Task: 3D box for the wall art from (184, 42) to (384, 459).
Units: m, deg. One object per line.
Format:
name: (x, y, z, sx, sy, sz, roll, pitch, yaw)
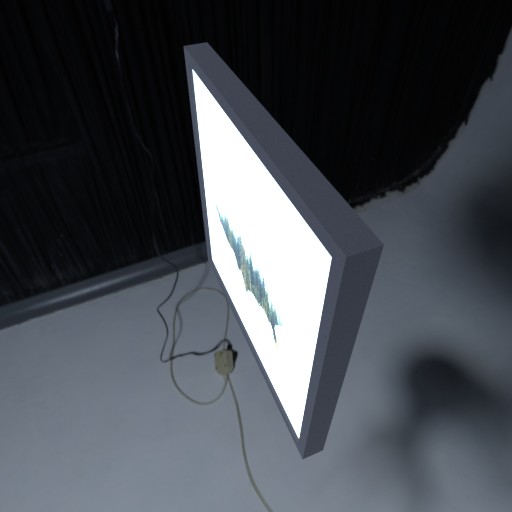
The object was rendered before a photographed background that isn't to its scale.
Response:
wall art: (0.000, 0.000, 0.746, 0.040, 0.509, 0.509, -17, 49, -15)
